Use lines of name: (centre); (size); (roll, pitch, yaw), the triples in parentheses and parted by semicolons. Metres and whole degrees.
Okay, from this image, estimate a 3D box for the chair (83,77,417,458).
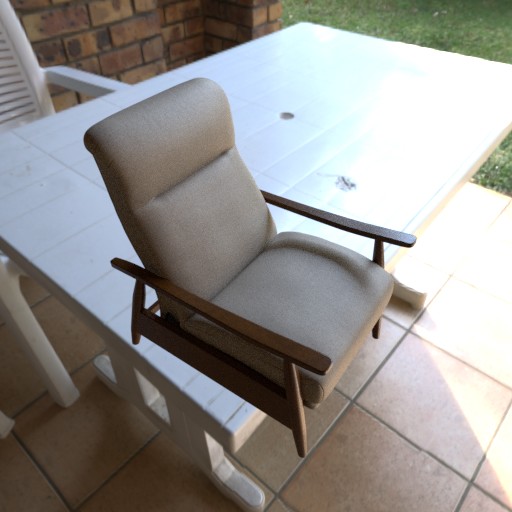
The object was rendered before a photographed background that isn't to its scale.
chair: (0.000, 0.000, 1.793); (1.030, 1.082, 0.762); (25, 48, 25)
